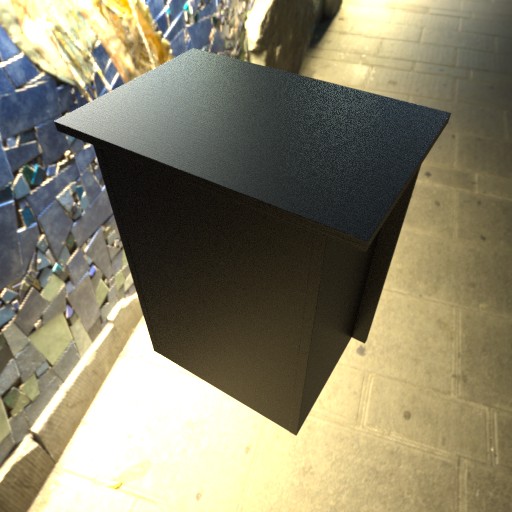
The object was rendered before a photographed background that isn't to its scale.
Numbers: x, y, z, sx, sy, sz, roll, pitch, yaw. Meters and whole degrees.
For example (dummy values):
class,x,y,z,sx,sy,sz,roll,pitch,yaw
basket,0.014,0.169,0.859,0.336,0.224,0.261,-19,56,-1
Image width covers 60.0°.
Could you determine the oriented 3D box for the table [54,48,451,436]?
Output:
class,x,y,z,sx,sy,sz,roll,pitch,yaw
table,0.000,0.000,1.049,0.589,0.711,0.408,24,50,22
